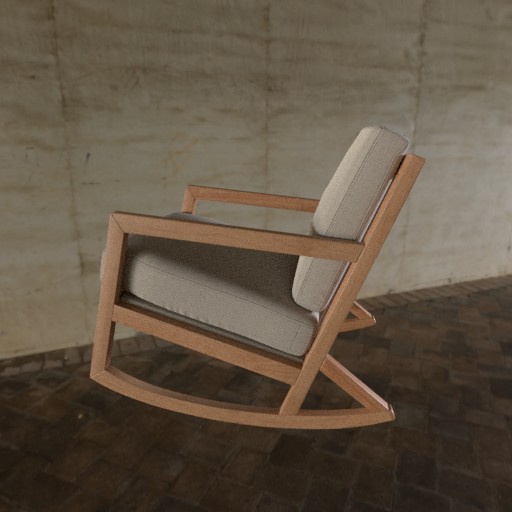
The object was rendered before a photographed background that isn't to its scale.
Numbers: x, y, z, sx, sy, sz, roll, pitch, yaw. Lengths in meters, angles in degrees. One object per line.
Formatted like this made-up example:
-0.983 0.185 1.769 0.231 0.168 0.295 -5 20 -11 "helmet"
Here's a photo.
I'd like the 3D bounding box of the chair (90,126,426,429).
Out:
0.000 0.000 1.410 0.857 0.790 0.622 3 16 10 "chair"
